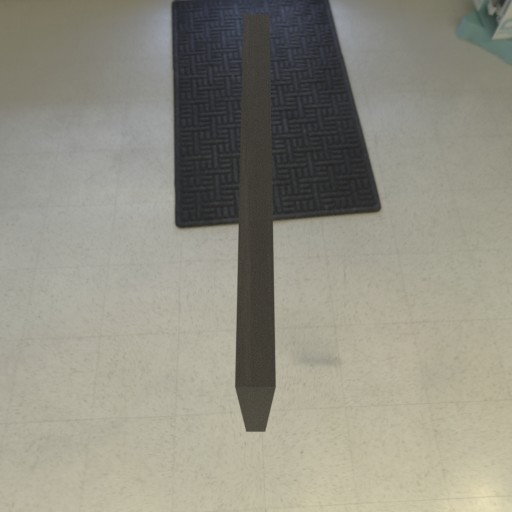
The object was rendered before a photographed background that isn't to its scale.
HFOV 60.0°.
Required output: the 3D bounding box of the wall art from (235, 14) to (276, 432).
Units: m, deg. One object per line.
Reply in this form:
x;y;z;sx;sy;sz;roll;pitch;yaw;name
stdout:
0.000;0.000;0.740;0.037;0.507;0.509;0;64;0;wall art
